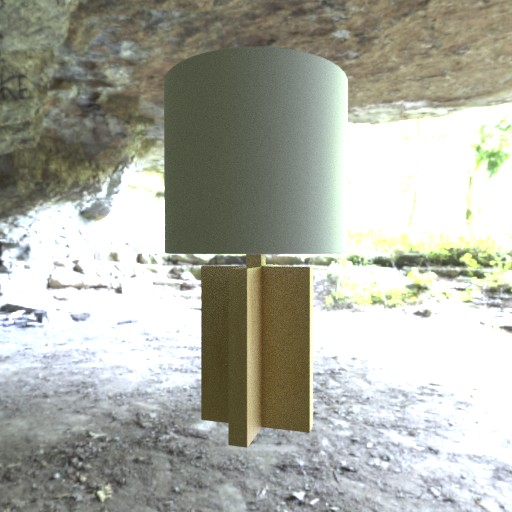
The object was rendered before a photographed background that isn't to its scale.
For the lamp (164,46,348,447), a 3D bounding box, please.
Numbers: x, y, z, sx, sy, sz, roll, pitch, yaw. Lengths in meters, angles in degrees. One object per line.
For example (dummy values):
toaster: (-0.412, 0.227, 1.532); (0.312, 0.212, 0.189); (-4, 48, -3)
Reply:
lamp: (0.000, 0.000, 0.565); (0.229, 0.428, 0.229); (0, 1, 17)
